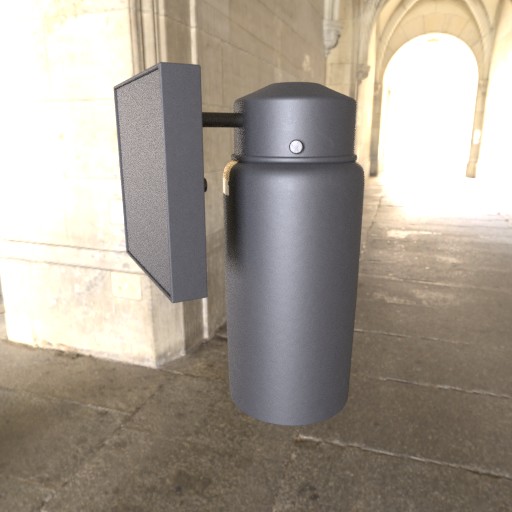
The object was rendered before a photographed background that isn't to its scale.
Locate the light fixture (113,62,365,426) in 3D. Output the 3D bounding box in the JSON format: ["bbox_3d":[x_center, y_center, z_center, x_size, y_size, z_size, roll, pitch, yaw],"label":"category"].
[{"bbox_3d":[0.000,0.000,0.350,0.176,0.257,0.130,-8,17,-26],"label":"light fixture"}]
